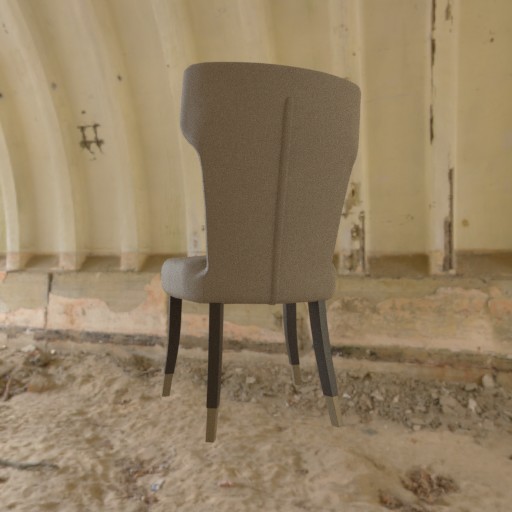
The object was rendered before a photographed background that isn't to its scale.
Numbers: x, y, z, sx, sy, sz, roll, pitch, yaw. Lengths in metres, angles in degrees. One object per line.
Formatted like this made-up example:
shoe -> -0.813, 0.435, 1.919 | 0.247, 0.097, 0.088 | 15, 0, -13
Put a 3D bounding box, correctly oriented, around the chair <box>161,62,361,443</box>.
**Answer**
chair -> 0.000, 0.000, 1.369 | 0.526, 0.955, 0.630 | 0, -2, -18
